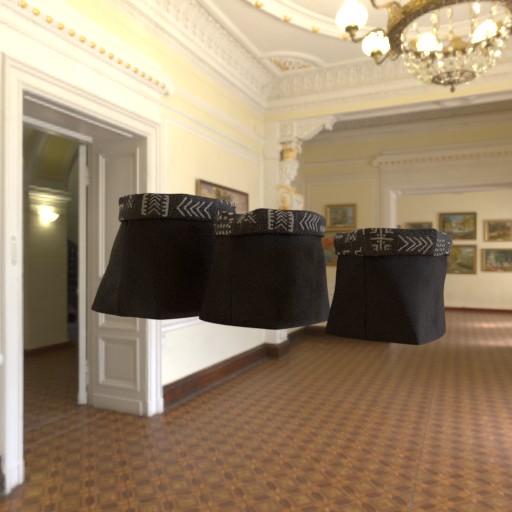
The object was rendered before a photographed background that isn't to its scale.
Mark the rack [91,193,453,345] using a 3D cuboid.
[{"bbox_3d":[0.000,0.000,1.103,0.905,0.323,0.379,0,-1,37],"label":"rack"}]
